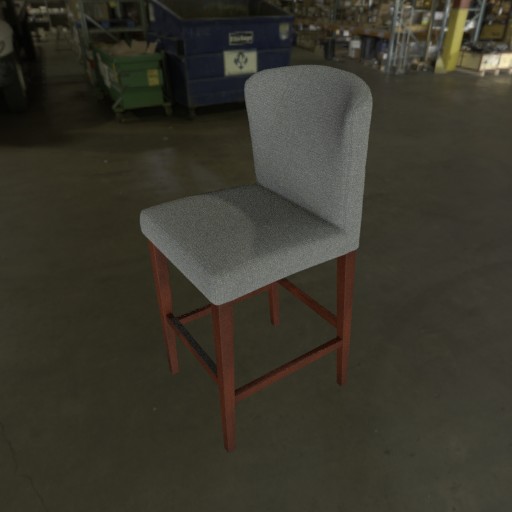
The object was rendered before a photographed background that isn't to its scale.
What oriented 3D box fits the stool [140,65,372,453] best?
[{"bbox_3d":[0.000,0.000,1.405,0.568,1.069,0.486,-20,36,-29],"label":"stool"}]
